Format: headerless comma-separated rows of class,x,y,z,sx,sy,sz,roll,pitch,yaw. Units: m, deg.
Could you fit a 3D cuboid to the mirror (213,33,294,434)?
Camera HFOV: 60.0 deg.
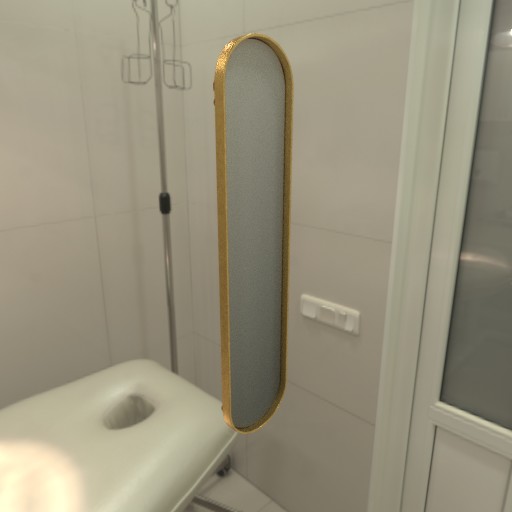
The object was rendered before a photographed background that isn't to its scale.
mirror,0.000,0.000,1.093,0.032,0.991,0.222,16,23,42
